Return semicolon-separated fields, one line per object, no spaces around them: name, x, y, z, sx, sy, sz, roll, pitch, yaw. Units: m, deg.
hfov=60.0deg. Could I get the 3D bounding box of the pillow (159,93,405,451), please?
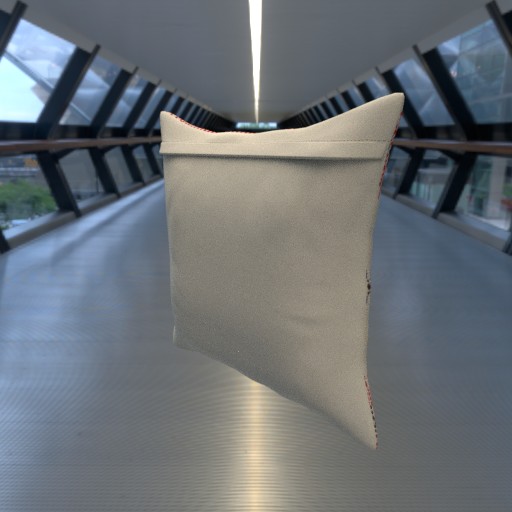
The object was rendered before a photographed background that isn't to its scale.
pillow;0.000;0.000;0.698;0.463;0.454;0.160;14;20;43
